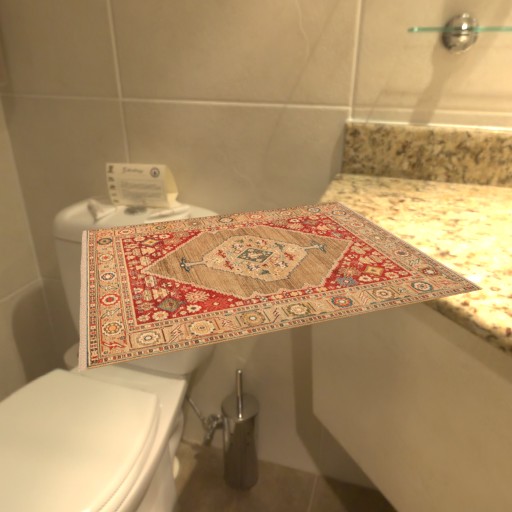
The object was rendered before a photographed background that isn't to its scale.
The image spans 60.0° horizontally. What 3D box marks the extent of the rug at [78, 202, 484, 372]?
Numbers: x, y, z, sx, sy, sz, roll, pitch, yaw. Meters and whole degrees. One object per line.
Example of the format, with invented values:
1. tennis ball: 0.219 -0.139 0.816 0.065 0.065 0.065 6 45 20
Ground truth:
1. rug: 0.000 0.000 4.211 3.143 0.008 2.451 -8 26 -17
